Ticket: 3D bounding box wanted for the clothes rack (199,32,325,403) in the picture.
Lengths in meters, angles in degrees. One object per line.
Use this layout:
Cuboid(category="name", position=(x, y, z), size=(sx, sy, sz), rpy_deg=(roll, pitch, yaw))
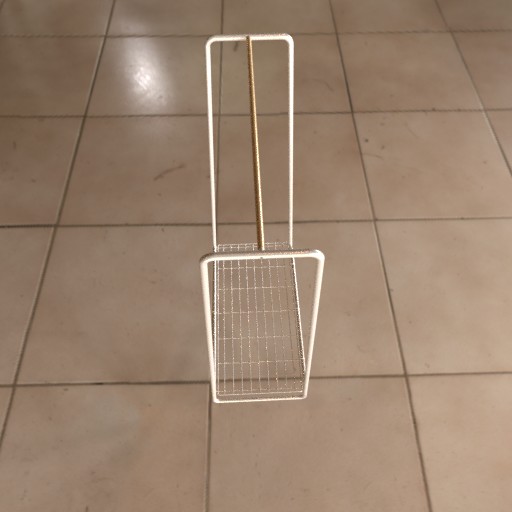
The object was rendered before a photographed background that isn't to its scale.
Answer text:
Cuboid(category="clothes rack", position=(0.000, 0.000, 1.940), size=(0.495, 1.500, 0.900), rpy_deg=(-2, 59, -1))
